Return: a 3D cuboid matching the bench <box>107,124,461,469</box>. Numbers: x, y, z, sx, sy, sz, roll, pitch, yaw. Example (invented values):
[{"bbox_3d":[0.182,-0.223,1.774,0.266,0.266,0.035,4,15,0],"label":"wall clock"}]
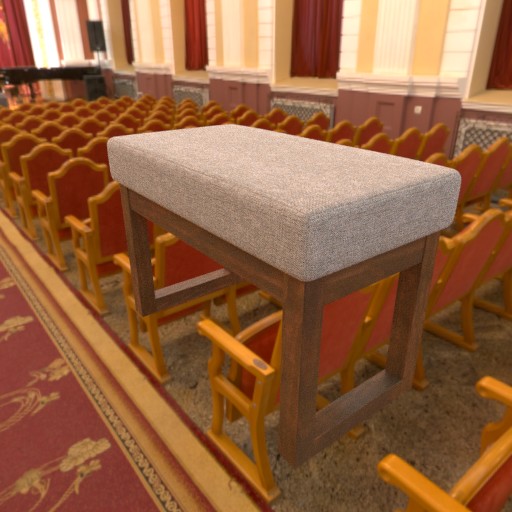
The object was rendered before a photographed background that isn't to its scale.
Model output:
[{"bbox_3d":[0.000,0.000,0.974,0.366,0.467,0.681,-18,30,-34],"label":"bench"}]
